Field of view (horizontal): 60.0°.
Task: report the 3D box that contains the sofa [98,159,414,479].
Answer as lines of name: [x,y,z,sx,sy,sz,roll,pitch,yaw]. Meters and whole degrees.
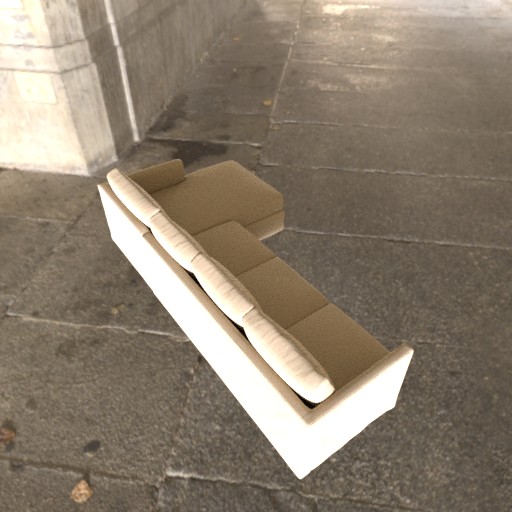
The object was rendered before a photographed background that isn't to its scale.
sofa: [0.000,0.000,3.961,1.622,0.871,3.206,-26,47,-27]
